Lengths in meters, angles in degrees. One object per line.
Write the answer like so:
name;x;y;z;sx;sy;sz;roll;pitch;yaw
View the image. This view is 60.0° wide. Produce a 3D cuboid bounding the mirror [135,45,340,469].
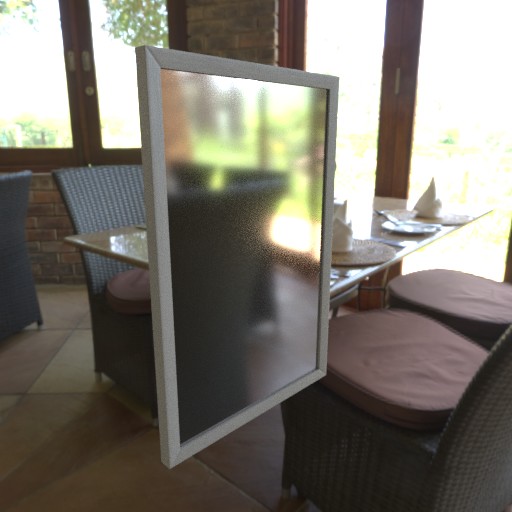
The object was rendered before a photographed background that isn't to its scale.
mirror;0.000;0.000;1.143;0.609;0.915;0.040;-14;20;-43
